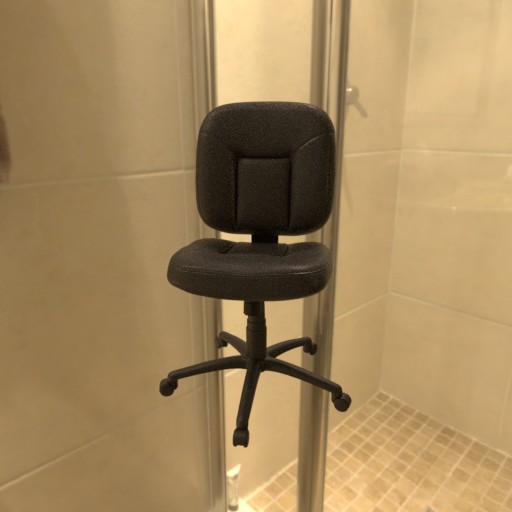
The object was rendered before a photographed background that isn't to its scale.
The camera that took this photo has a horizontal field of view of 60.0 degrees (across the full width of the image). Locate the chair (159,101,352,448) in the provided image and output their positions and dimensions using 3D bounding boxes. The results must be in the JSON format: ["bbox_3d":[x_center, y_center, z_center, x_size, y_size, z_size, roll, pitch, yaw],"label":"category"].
[{"bbox_3d":[0.000,0.000,1.420,0.647,0.959,0.646,2,17,8],"label":"chair"}]
